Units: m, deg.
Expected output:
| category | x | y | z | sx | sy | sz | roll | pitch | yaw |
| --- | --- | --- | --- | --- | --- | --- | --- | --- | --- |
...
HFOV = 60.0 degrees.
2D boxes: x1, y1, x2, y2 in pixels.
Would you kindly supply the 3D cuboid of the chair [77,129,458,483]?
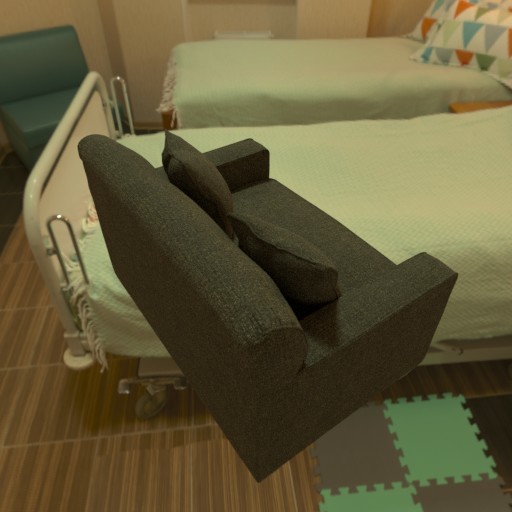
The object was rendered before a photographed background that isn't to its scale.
| category | x | y | z | sx | sy | sz | roll | pitch | yaw |
| --- | --- | --- | --- | --- | --- | --- | --- | --- | --- |
| chair | 0.000 | 0.000 | 1.999 | 1.000 | 0.948 | 1.383 | -25 | 47 | -26 |
